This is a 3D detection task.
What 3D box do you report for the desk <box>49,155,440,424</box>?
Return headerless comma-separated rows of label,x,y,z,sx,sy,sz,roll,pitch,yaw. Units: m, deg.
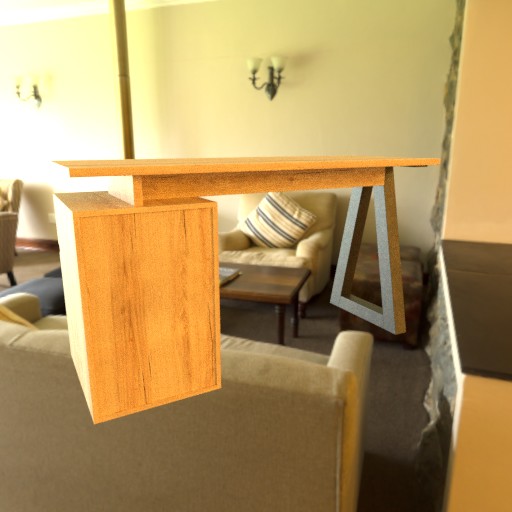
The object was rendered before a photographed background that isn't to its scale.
desk,0.000,0.000,1.787,1.400,0.760,0.550,-8,16,-28
